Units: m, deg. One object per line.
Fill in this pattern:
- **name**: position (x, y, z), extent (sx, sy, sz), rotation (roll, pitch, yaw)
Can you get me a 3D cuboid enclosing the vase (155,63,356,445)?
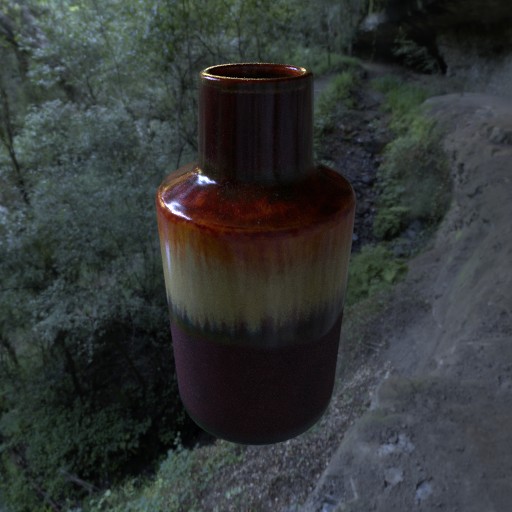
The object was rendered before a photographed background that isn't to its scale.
- **vase**: position (0.000, 0.000, 0.261), extent (0.108, 0.204, 0.108), rotation (0, 31, 0)
